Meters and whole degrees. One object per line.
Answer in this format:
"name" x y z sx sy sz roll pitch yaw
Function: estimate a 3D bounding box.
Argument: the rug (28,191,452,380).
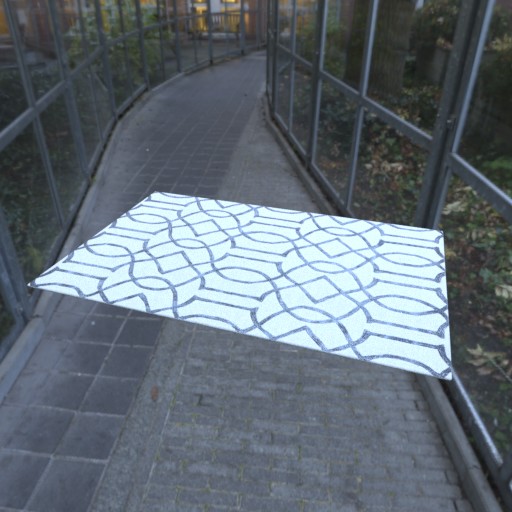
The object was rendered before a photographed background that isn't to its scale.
"rug" 0.000 0.000 2.929 2.365 0.017 1.521 10 32 16
